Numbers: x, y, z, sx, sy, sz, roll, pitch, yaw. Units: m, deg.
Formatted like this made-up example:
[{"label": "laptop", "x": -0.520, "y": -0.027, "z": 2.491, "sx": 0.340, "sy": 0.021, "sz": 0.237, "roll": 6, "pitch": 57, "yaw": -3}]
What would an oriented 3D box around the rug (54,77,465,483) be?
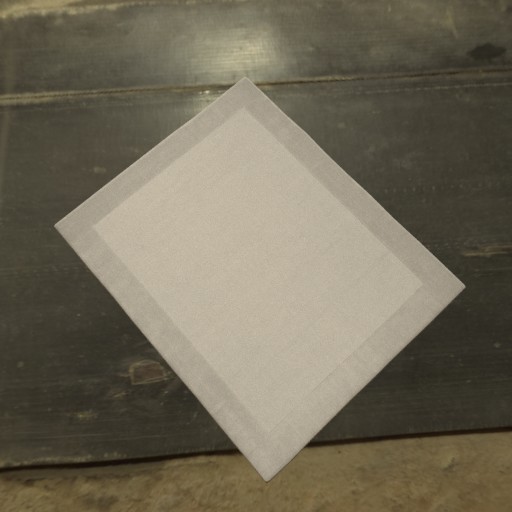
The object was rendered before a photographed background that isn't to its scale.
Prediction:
[{"label": "rug", "x": 0.000, "y": 0.000, "z": 4.068, "sx": 2.430, "sy": 0.018, "sz": 2.976, "roll": -41, "pitch": 79, "yaw": -10}]
